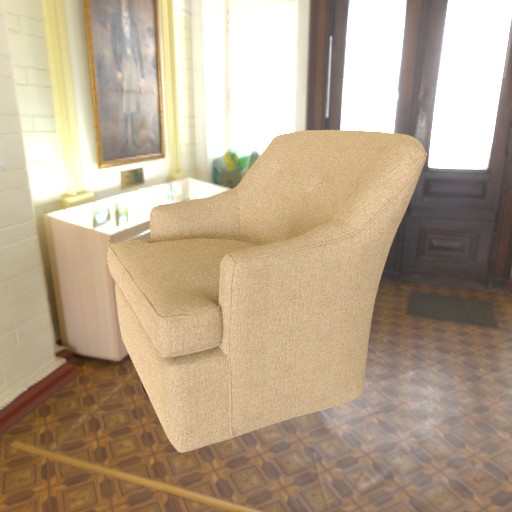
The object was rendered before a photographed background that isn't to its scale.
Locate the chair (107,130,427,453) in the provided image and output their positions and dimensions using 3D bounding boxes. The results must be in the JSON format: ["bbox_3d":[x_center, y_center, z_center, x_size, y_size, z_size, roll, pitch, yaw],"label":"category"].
[{"bbox_3d":[0.000,0.000,1.579,0.923,0.856,0.864,-8,19,-26],"label":"chair"}]
